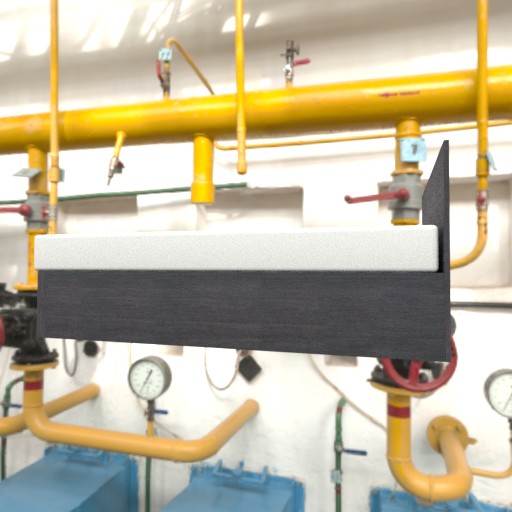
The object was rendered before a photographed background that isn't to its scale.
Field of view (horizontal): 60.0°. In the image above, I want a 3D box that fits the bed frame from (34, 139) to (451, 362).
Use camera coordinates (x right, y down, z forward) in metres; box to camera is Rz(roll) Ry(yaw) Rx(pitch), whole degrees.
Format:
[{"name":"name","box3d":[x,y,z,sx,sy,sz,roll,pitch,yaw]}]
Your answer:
[{"name":"bed frame","box3d":[0.000,0.000,2.542,1.900,0.800,1.400,0,-1,17]}]
